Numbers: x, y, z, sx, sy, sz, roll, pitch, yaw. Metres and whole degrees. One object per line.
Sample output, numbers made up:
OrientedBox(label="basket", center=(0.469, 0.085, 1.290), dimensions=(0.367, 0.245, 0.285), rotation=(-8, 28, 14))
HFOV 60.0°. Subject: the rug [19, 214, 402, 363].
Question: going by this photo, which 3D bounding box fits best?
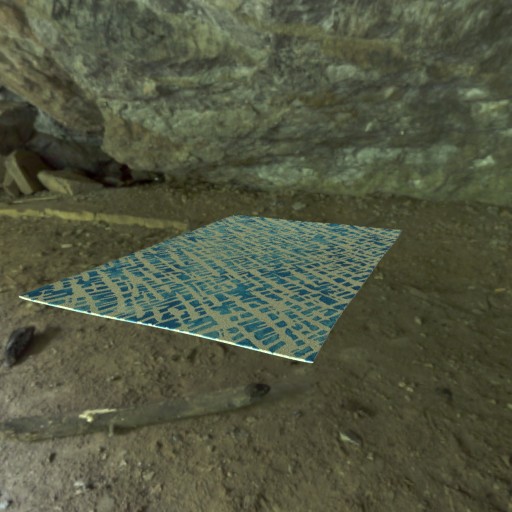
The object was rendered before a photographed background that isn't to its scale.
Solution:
OrientedBox(label="rug", center=(0.000, 0.000, 2.288), dimensions=(1.209, 0.011, 1.830), rotation=(8, 18, 24))
